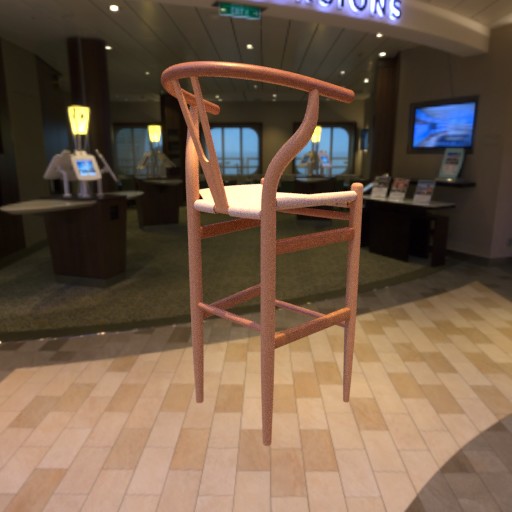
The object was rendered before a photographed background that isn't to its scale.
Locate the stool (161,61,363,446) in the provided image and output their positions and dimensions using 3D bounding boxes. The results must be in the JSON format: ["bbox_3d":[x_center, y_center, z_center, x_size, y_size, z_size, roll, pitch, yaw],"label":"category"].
[{"bbox_3d":[0.000,0.000,1.404,0.561,1.068,0.574,-13,18,-43],"label":"stool"}]
